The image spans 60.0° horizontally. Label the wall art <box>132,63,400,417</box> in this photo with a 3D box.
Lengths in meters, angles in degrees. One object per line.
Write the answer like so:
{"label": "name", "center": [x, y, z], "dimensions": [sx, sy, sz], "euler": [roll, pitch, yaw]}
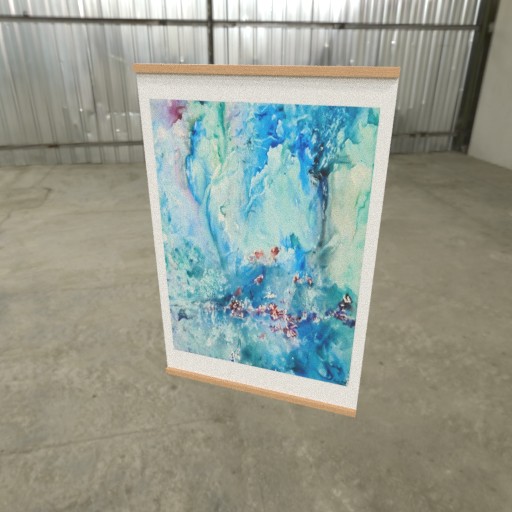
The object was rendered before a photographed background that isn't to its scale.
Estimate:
{"label": "wall art", "center": [0.000, 0.000, 0.773], "dimensions": [0.401, 0.611, 0.016], "euler": [8, 27, 16]}
